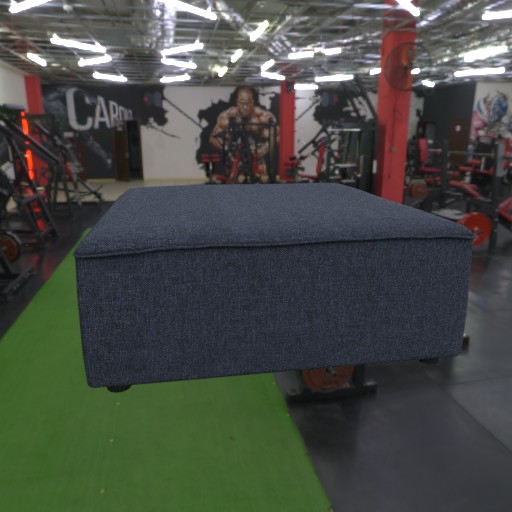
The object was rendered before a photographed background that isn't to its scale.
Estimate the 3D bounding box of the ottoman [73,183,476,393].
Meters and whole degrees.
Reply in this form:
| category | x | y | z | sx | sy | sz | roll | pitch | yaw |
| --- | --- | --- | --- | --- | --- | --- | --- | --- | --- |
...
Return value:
| category | x | y | z | sx | sy | sz | roll | pitch | yaw |
| --- | --- | --- | --- | --- | --- | --- | --- | --- | --- |
| ottoman | 0.000 | 0.000 | 1.574 | 1.017 | 0.423 | 1.023 | -2 | 16 | -9 |
